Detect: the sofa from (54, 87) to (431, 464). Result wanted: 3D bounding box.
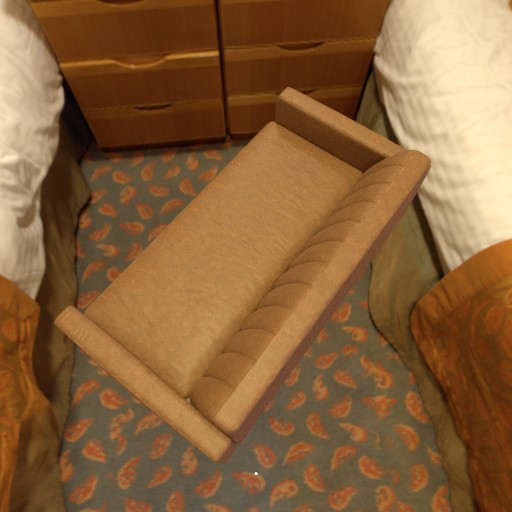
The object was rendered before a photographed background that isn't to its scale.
[{"bbox_3d":[0.000,0.000,2.390,0.993,0.821,1.847,34,69,15],"label":"sofa"}]
